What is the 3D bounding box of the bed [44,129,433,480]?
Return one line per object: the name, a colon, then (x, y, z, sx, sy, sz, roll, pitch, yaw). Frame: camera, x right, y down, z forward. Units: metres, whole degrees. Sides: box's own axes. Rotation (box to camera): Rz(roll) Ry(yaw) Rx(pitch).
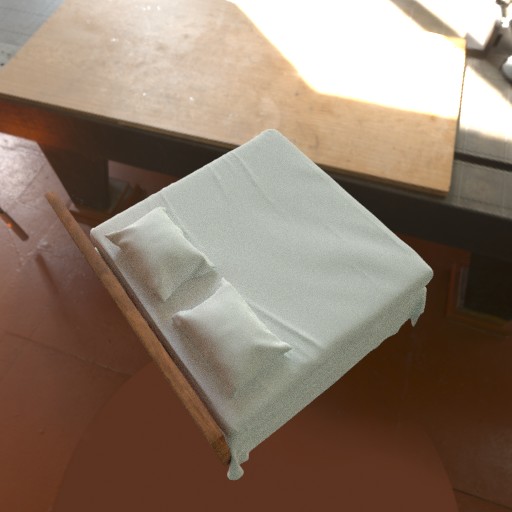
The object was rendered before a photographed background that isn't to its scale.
bed: (0.000, 0.000, 3.465, 2.165, 1.158, 2.255, -34, 65, -18)
